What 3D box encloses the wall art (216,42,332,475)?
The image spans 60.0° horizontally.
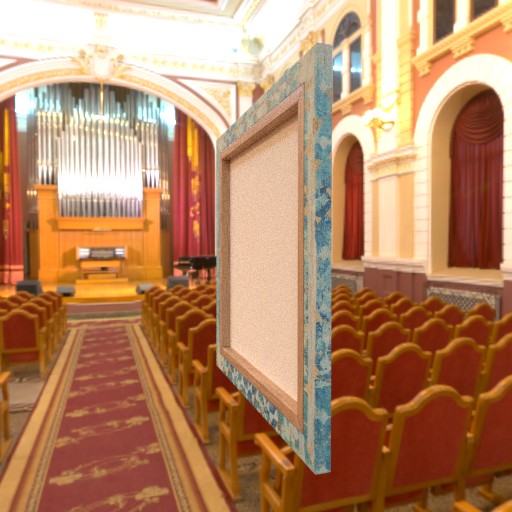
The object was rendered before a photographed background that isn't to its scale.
[{"bbox_3d":[0.000,0.000,1.377,0.040,0.916,0.916,0,1,-18],"label":"wall art"}]
